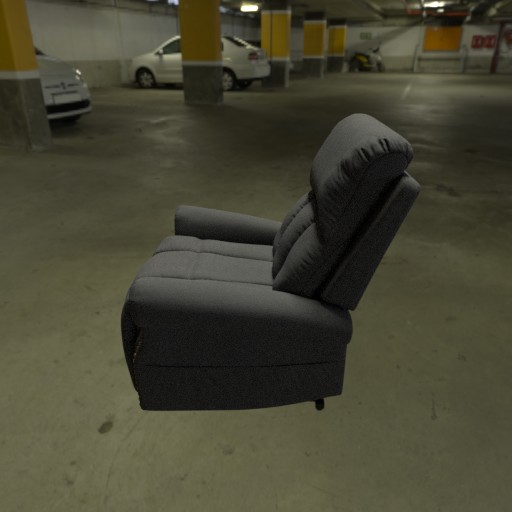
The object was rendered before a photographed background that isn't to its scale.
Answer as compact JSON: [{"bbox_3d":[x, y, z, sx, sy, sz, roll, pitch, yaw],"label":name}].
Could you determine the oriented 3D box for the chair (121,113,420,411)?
[{"bbox_3d":[0.000,0.000,1.752,0.979,1.031,0.871,1,25,2],"label":"chair"}]
